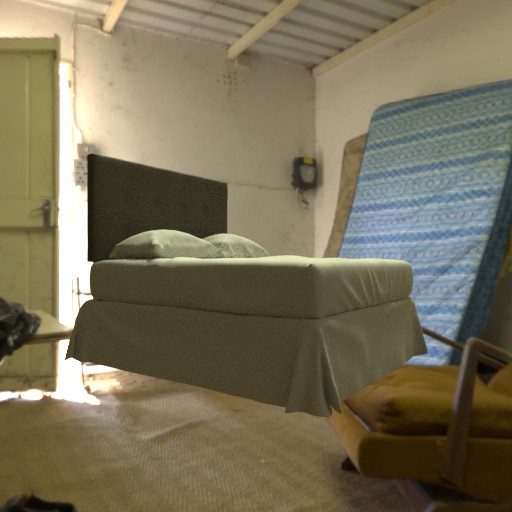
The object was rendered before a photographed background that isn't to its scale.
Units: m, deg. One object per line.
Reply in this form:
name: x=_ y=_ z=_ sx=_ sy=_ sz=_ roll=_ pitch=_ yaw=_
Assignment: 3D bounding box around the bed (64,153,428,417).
bed: x=0.000 y=0.000 z=3.470 sx=2.222 sy=1.577 sz=1.936 roll=0 pitch=0 yaw=36
